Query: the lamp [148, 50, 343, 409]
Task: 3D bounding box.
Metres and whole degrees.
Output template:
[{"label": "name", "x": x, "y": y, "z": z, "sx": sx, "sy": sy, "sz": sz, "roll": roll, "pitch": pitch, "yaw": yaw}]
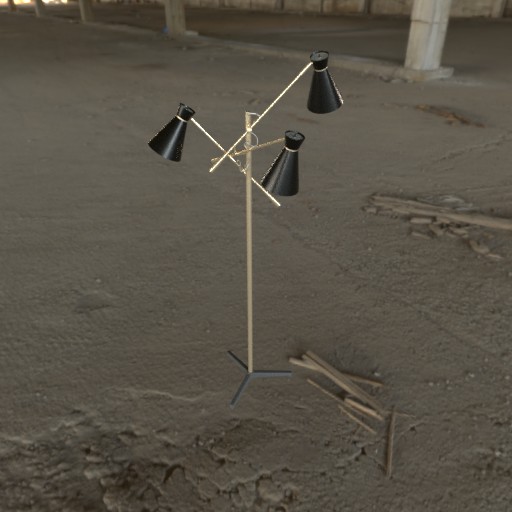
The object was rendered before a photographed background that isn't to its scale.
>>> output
[{"label": "lamp", "x": 0.000, "y": 0.000, "z": 2.150, "sx": 0.750, "sy": 1.804, "sz": 0.653, "roll": -20, "pitch": 36, "yaw": -30}]
